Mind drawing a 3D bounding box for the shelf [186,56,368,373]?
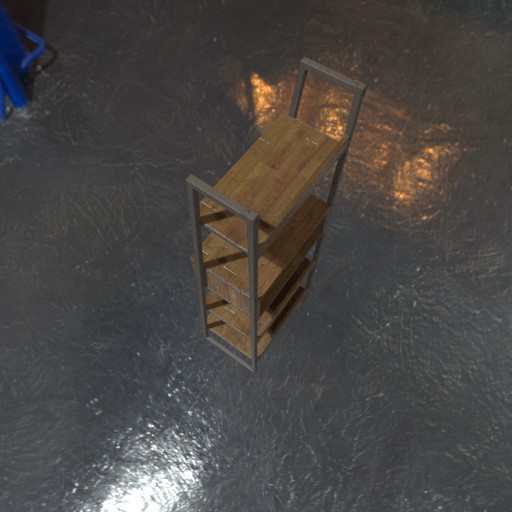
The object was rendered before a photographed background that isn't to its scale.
[{"bbox_3d":[0.000,0.000,2.312,0.454,2.005,0.652,32,68,15],"label":"shelf"}]
